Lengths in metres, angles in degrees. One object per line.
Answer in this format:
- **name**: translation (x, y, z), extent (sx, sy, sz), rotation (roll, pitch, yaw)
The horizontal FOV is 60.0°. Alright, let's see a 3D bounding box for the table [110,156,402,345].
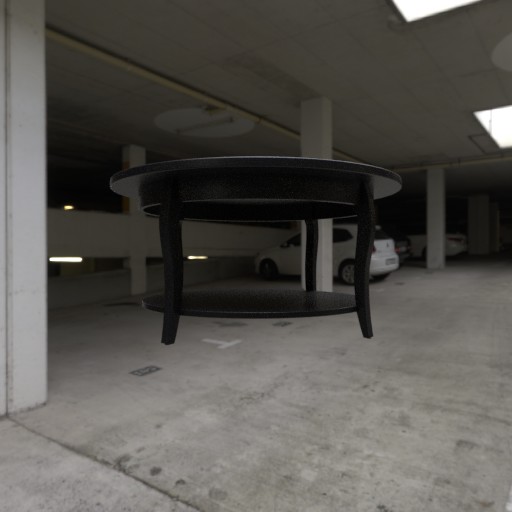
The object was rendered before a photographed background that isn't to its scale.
- **table**: translation (0.000, 0.000, 1.463), extent (0.914, 0.457, 0.914), rotation (0, 0, 0)
